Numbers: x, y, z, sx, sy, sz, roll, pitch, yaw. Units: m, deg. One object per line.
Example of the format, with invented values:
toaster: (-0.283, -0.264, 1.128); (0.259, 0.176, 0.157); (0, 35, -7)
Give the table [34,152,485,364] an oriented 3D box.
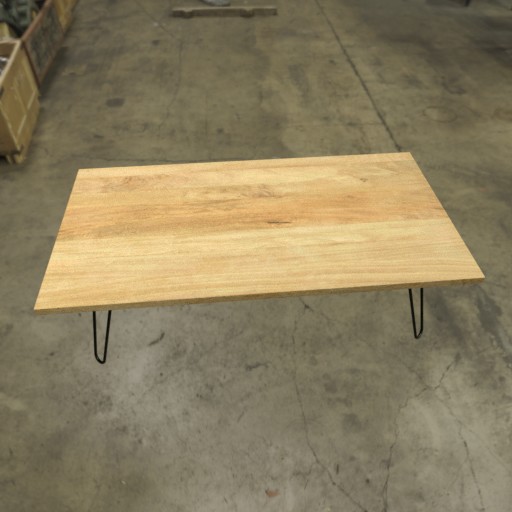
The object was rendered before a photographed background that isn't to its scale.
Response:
table: (0.000, 0.000, 1.700); (1.348, 0.400, 0.699); (-4, 46, -4)
